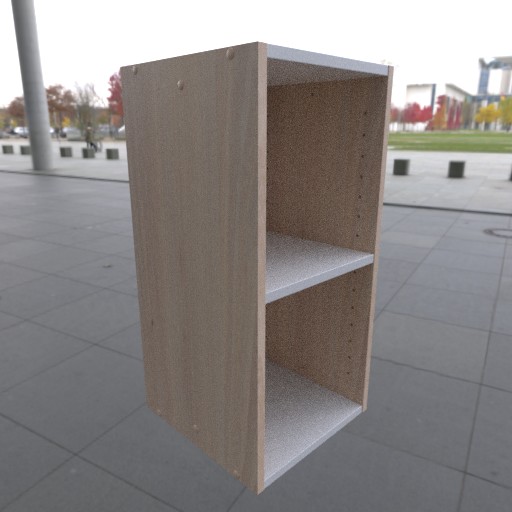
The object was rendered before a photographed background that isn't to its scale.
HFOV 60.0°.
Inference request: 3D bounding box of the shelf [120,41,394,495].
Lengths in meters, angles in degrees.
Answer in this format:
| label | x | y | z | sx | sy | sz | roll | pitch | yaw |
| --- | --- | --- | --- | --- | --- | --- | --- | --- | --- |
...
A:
| label | x | y | z | sx | sy | sz | roll | pitch | yaw |
| --- | --- | --- | --- | --- | --- | --- | --- | --- | --- |
| shelf | 0.000 | 0.000 | 0.750 | 0.290 | 0.594 | 0.297 | -15 | 22 | -42 |
